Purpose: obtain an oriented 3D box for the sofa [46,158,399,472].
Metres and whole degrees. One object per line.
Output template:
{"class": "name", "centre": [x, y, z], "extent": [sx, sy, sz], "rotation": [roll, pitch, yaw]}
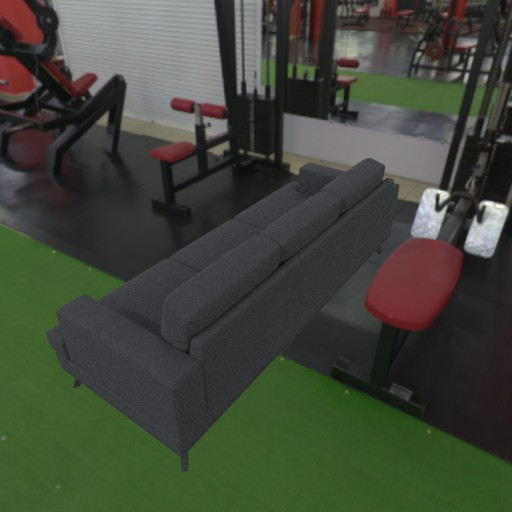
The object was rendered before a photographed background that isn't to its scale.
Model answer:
{"class": "sofa", "centre": [0.000, 0.000, 2.729], "extent": [0.920, 0.810, 2.310], "rotation": [21, 39, 30]}
